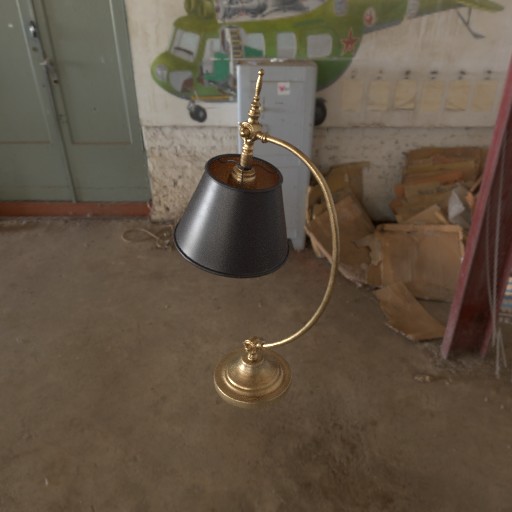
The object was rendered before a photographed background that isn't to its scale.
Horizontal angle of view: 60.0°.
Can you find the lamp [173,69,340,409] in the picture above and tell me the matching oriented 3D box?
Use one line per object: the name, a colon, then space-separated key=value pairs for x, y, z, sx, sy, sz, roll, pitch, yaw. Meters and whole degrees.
lamp: x=0.000 y=0.000 z=0.861 sx=0.344 sy=0.675 sz=0.235 roll=20 pitch=35 yaw=31
